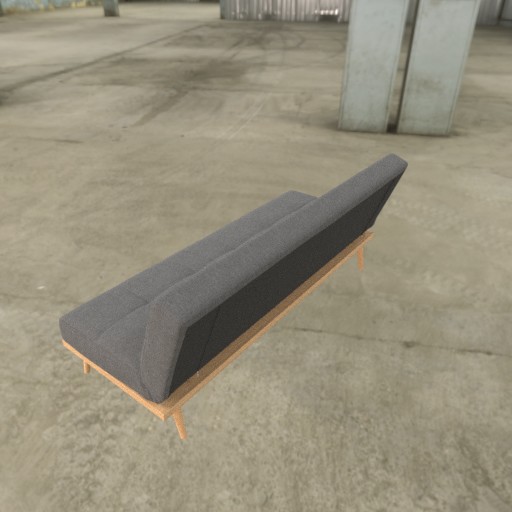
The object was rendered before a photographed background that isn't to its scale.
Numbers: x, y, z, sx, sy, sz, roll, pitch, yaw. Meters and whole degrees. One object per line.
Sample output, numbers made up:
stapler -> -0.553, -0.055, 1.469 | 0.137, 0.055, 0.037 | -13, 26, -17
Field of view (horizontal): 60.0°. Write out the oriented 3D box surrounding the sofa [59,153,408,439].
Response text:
sofa -> 0.000, 0.000, 2.295 | 0.820, 0.770, 1.820 | 22, 38, 32
